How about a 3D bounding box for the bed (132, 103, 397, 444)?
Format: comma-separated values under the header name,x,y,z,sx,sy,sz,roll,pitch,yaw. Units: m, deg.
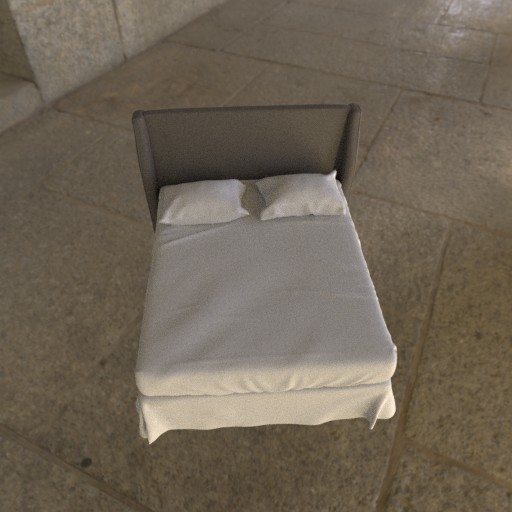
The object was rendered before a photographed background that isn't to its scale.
name,x,y,z,sx,sy,sz,roll,pitch,yaw
bed,0.000,0.000,3.418,1.925,1.332,2.276,-3,46,-3
